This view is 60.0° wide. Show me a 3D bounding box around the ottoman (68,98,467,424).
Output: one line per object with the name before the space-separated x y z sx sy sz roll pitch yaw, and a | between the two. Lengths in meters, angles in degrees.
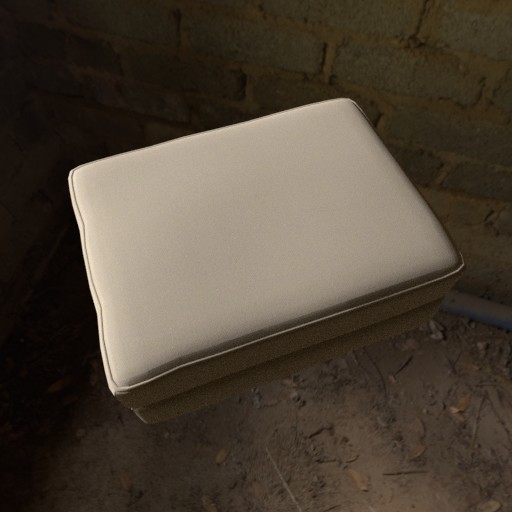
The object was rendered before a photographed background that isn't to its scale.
ottoman | 0.000 0.000 1.210 0.818 0.485 0.634 -18 61 -10
